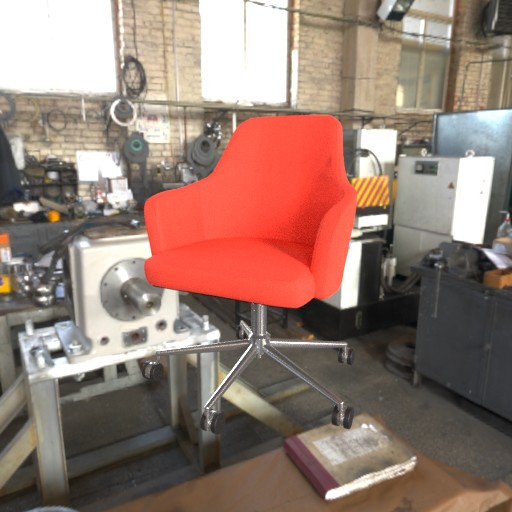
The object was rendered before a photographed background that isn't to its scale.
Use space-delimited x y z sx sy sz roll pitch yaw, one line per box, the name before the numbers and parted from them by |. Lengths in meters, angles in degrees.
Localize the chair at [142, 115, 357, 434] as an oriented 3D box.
chair | 0.000 0.000 1.297 0.655 0.820 0.600 7 15 26
